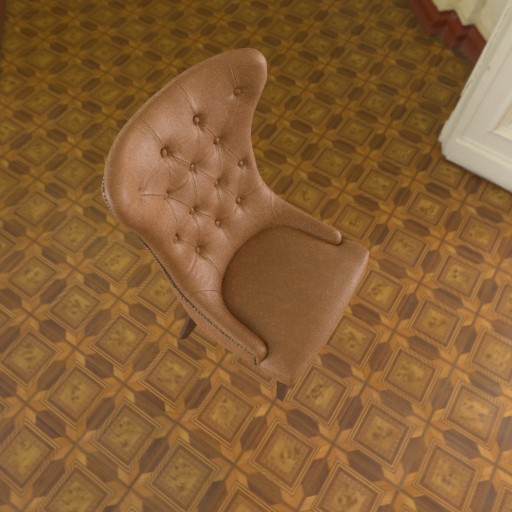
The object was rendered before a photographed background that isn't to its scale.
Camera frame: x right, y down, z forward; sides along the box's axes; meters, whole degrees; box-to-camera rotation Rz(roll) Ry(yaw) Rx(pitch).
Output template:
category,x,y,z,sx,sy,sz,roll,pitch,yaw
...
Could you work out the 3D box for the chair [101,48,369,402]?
category,x,y,z,sx,sy,sz,roll,pitch,yaw
chair,0.000,0.000,1.483,0.669,1.065,0.611,30,65,15
